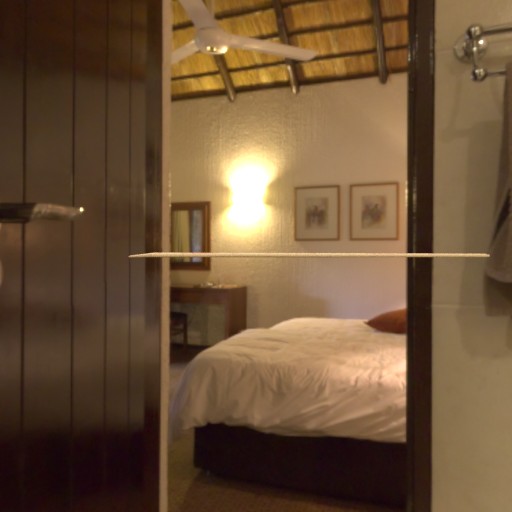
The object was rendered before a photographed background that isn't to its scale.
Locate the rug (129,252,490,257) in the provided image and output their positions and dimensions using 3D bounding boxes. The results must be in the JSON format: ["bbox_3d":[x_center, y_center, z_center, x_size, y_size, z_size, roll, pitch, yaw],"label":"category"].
[{"bbox_3d":[0.000,0.000,3.457,1.819,0.018,2.746,0,0,-18],"label":"rug"}]
